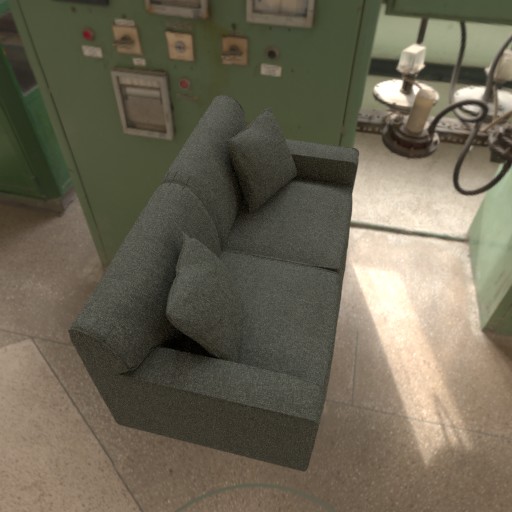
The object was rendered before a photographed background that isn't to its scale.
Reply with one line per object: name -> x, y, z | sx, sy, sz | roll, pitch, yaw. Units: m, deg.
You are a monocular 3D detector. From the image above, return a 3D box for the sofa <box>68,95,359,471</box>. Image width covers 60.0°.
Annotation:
sofa -> 0.000, 0.000, 2.429 | 0.998, 0.958, 1.846 | 10, 48, 9
